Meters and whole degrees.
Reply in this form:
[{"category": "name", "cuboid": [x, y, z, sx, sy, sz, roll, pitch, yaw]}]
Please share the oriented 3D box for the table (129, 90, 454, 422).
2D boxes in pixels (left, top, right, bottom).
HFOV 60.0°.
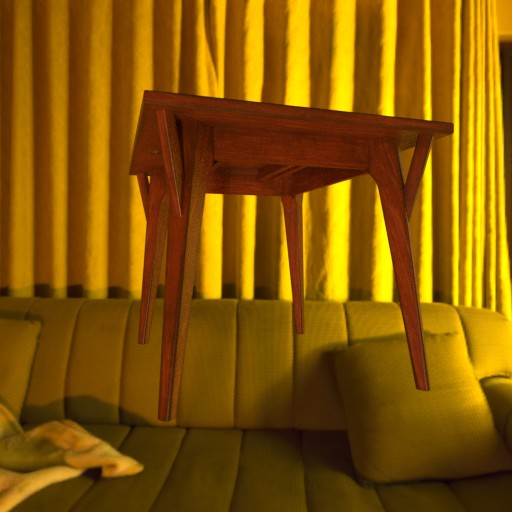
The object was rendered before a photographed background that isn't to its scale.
[{"category": "table", "cuboid": [0.000, 0.000, 1.580, 0.838, 0.761, 0.991, 0, 1, -18]}]
